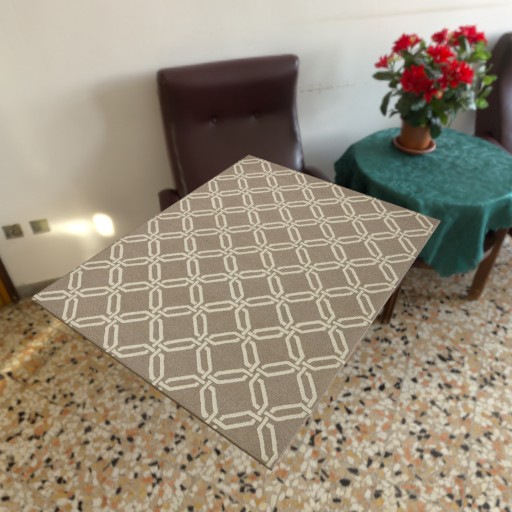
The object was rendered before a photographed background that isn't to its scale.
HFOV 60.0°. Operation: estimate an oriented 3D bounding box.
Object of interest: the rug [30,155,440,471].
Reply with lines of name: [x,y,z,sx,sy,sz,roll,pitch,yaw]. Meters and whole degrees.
rug: [0.000,0.000,3.861,2.288,0.018,2.895,25,46,26]
